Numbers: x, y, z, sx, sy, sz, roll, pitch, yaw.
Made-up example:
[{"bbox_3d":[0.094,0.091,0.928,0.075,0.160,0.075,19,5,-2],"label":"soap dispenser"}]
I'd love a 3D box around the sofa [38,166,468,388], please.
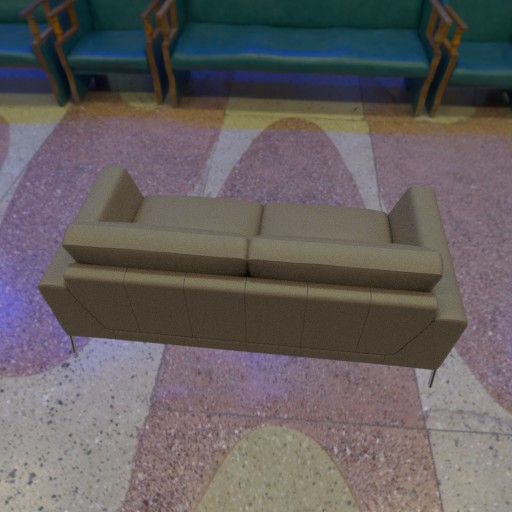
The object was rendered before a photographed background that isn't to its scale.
[{"bbox_3d":[0.000,0.000,2.465,2.017,0.875,0.953,4,48,4],"label":"sofa"}]
